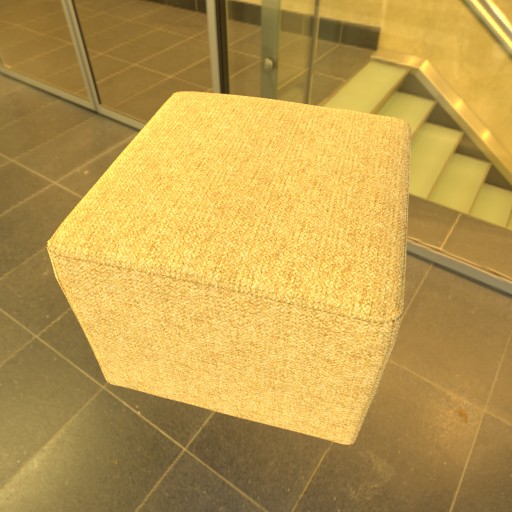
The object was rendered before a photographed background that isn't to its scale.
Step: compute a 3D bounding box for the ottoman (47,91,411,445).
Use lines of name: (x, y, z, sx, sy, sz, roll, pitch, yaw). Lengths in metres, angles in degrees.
ottoman: (0.000, 0.000, 0.878, 0.505, 0.441, 0.512, 11, 47, 10)
